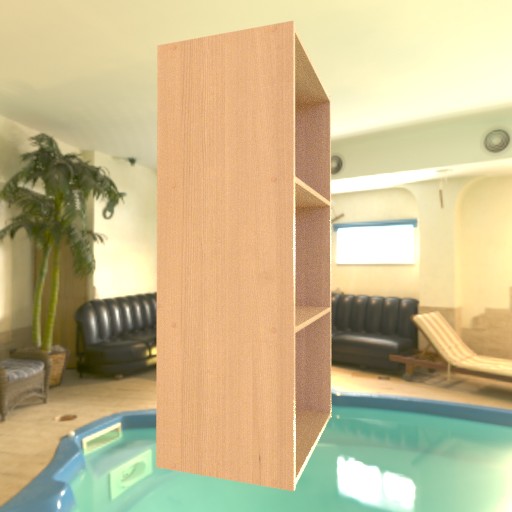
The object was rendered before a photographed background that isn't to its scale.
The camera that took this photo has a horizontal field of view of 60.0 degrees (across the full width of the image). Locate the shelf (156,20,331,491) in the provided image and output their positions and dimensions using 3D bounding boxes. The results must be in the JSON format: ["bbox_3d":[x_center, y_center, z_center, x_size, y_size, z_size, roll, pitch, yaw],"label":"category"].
[{"bbox_3d":[0.000,0.000,1.069,0.292,0.876,0.417,0,-1,19],"label":"shelf"}]
